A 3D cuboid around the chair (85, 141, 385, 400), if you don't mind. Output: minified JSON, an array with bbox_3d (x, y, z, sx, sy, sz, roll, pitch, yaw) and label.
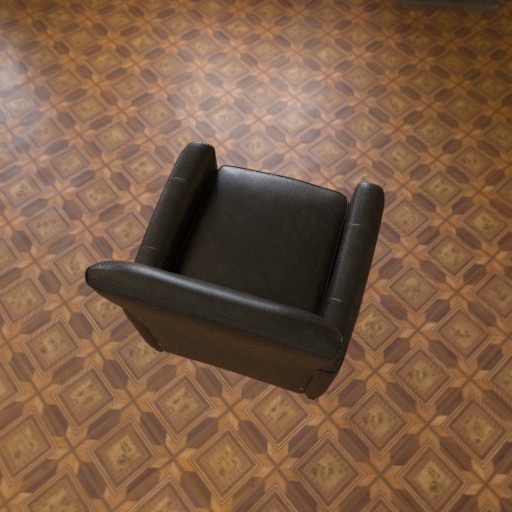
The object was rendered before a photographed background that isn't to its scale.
[{"bbox_3d":[0.000,0.000,1.680,0.848,1.014,0.864,15,63,8],"label":"chair"}]
